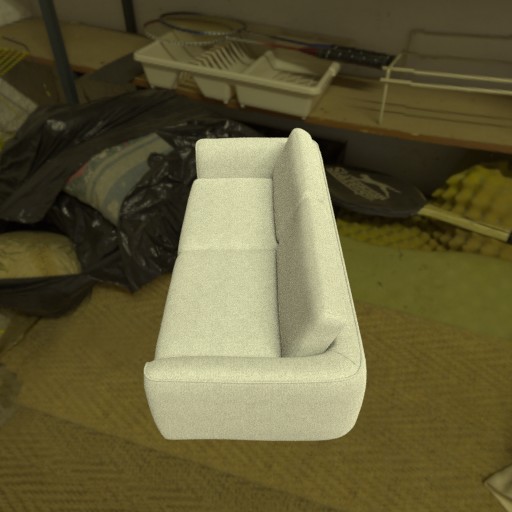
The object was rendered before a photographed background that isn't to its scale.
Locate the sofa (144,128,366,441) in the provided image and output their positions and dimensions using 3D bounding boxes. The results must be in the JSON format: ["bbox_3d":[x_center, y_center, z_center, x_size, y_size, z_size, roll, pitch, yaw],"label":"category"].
[{"bbox_3d":[0.000,0.000,2.502,0.920,0.850,2.000,0,41,0],"label":"sofa"}]
